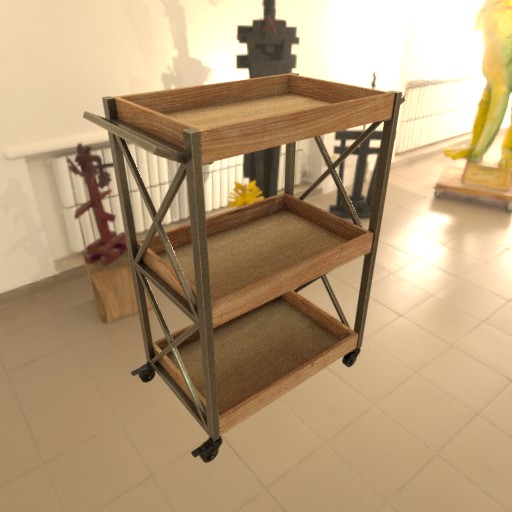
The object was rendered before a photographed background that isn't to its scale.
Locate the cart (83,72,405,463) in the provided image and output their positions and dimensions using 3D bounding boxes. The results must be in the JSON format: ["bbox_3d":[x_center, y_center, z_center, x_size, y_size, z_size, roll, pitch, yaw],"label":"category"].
[{"bbox_3d":[0.000,0.000,1.198,0.673,0.835,0.377,-22,37,-32],"label":"cart"}]
